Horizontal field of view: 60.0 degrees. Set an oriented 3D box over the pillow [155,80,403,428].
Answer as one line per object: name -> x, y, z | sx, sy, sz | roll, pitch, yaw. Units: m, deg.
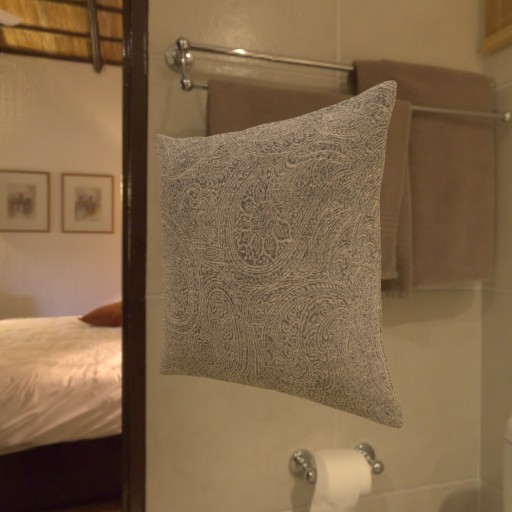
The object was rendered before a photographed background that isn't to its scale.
pillow -> 0.000, 0.000, 0.792 | 0.523, 0.510, 0.166 | 0, 1, 36
